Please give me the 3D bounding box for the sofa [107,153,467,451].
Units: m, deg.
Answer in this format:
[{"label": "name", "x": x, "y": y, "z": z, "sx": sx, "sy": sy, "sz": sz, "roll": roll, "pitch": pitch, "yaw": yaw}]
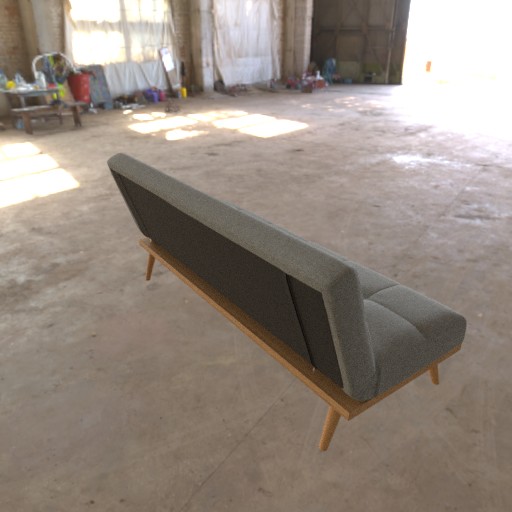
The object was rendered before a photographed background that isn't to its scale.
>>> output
[{"label": "sofa", "x": 0.000, "y": 0.000, "z": 2.195, "sx": 0.800, "sy": 0.800, "sz": 1.820, "roll": -17, "pitch": 30, "yaw": -32}]
